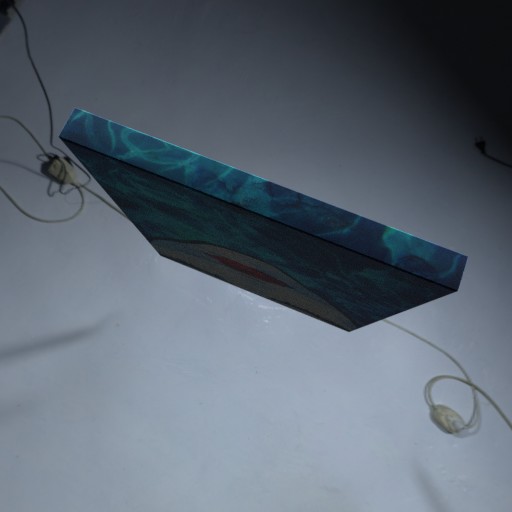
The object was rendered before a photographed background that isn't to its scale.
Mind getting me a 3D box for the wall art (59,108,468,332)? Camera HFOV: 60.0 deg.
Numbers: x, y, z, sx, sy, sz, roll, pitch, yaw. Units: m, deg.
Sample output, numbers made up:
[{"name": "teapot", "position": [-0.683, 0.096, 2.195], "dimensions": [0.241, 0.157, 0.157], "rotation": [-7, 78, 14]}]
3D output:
[{"name": "wall art", "position": [0.000, 0.000, 0.693], "dimensions": [0.432, 0.508, 0.038], "rotation": [22, 77, 5]}]
